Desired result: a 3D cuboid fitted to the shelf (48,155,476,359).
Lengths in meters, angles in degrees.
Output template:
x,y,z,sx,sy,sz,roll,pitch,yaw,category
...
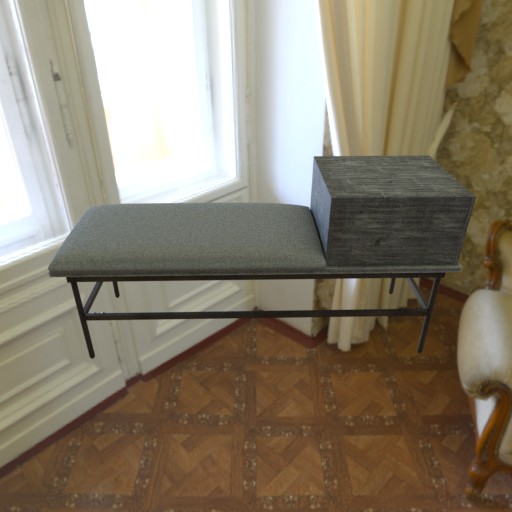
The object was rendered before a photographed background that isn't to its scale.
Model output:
x,y,z,sx,sy,sz,roll,pitch,yaw,category
0.000,0.000,1.657,1.342,0.633,0.457,-1,31,-1,shelf
